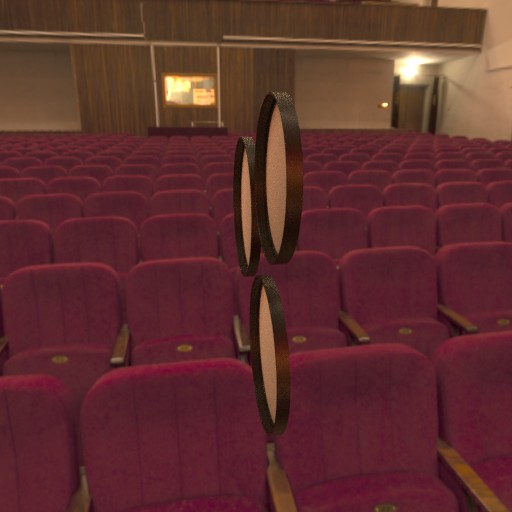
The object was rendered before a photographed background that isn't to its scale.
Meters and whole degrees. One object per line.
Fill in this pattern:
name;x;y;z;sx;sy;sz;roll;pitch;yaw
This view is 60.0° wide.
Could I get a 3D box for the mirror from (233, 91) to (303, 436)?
mirror;0.000;0.000;3.171;0.076;2.096;2.160;-2;15;-9
